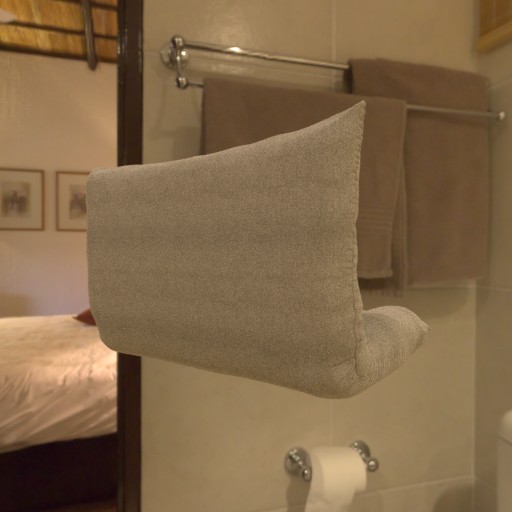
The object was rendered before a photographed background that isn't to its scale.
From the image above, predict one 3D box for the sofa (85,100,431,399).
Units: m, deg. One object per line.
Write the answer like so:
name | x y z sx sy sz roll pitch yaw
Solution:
sofa | 0.000 0.000 1.709 1.144 0.795 0.847 1 1 36
